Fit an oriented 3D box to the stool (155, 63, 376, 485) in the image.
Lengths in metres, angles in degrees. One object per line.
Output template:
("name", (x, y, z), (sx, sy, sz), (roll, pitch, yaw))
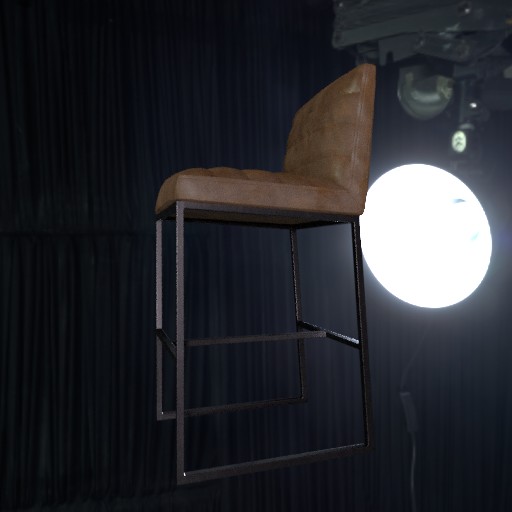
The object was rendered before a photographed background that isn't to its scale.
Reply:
("stool", (0.000, 0.000, 1.323), (0.562, 1.065, 0.463), (0, 1, -19))
